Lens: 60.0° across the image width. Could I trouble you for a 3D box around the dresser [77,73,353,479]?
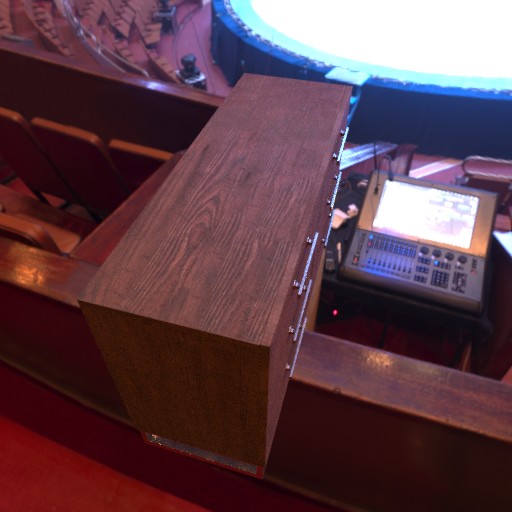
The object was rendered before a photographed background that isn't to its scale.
[{"bbox_3d":[0.000,0.000,2.172,0.623,1.061,1.646,12,47,11],"label":"dresser"}]
